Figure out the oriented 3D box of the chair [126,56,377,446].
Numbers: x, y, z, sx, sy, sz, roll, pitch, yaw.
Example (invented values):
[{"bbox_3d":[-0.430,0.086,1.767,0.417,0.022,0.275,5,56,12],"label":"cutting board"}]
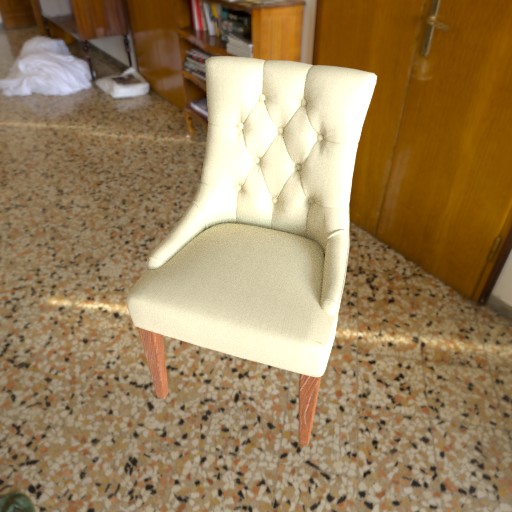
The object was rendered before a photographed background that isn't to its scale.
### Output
[{"bbox_3d":[0.000,0.000,1.201,0.509,0.874,0.565,12,41,15],"label":"chair"}]
